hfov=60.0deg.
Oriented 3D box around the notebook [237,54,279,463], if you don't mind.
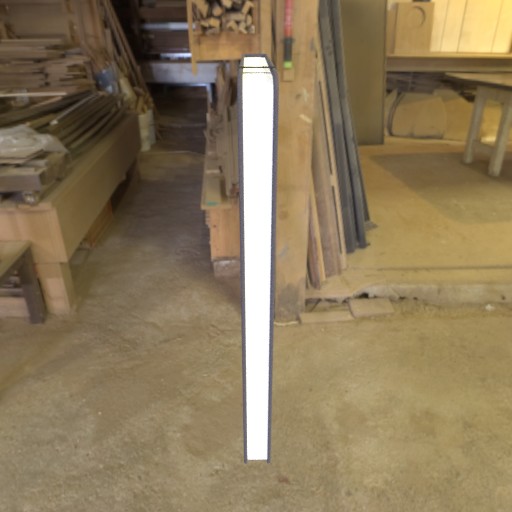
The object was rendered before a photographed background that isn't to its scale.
[{"bbox_3d":[0.000,0.000,0.263,0.016,0.213,0.127,0,27,-1],"label":"notebook"}]
